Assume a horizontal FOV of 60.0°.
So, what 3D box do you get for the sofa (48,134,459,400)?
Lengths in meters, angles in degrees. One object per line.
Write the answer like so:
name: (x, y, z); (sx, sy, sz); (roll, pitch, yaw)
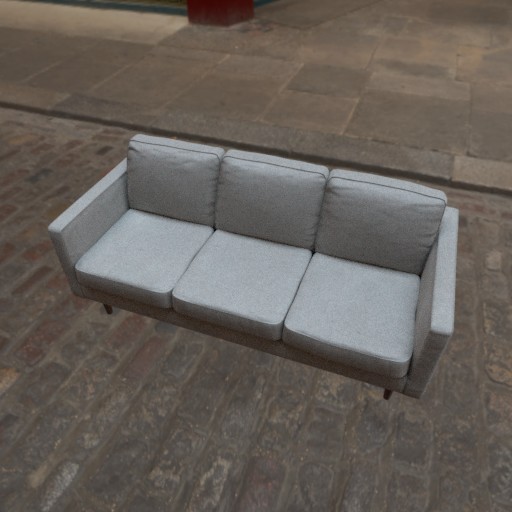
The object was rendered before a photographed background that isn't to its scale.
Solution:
sofa: (0.000, 0.000, 2.473); (1.983, 0.918, 0.944); (14, 44, 15)
